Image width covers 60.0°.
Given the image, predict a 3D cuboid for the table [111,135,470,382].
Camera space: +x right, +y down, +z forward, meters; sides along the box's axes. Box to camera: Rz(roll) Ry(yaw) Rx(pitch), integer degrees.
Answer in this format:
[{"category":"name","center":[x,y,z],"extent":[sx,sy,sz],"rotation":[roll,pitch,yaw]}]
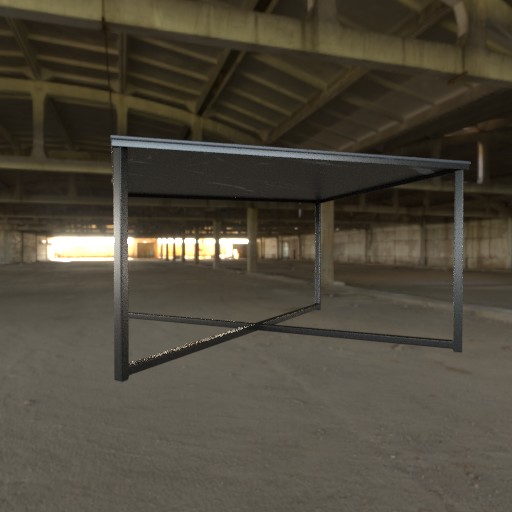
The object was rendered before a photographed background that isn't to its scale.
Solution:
[{"category":"table","center":[0.000,0.000,1.301],"extent":[0.800,0.450,0.800],"rotation":[0,1,-17]}]
